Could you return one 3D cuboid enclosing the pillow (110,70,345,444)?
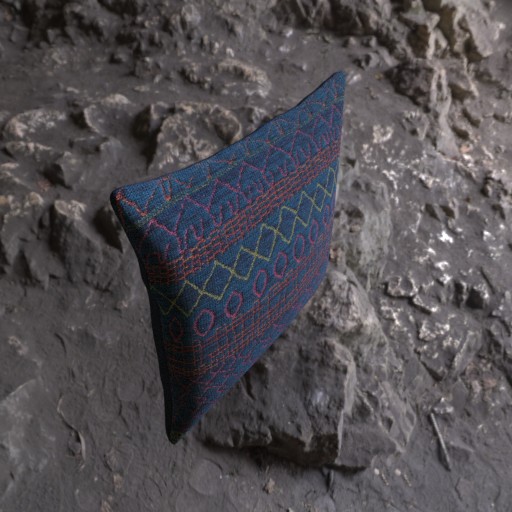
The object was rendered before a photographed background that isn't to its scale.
[{"bbox_3d":[0.000,0.000,0.647,0.141,0.431,0.431,25,46,27],"label":"pillow"}]
